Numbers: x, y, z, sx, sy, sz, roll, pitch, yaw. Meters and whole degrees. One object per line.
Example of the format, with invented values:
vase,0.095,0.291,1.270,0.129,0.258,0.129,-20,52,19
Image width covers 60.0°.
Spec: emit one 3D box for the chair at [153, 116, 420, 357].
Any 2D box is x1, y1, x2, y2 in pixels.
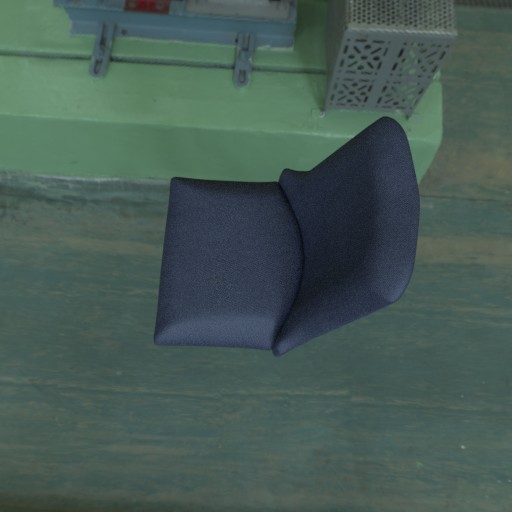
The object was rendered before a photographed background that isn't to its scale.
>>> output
chair,0.000,0.000,1.157,0.567,0.820,0.504,3,74,1
